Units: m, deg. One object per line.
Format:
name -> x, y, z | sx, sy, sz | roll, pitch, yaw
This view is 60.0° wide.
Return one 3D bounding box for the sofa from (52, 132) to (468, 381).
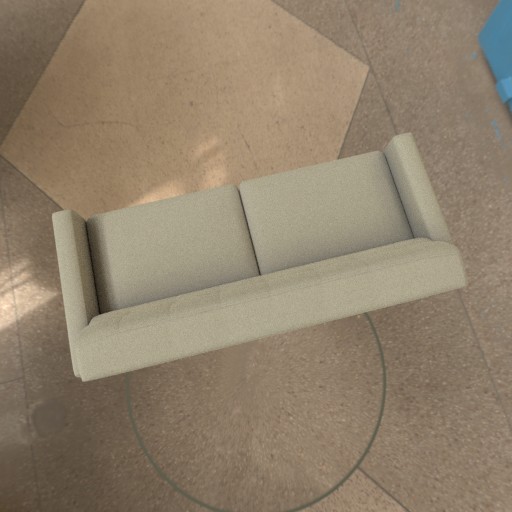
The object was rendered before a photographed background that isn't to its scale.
sofa -> 0.000, 0.000, 2.580 | 2.137, 0.892, 0.980 | -13, 76, -4
